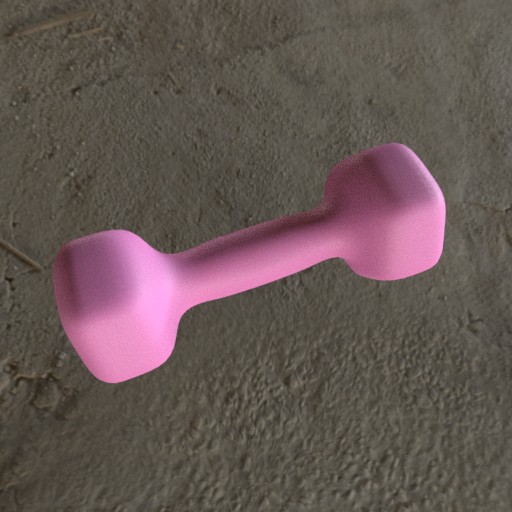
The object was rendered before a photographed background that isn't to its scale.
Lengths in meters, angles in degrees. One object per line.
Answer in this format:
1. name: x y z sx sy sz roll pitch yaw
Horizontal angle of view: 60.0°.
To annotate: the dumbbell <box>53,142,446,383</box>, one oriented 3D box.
1. dumbbell: 0.000 0.000 0.190 0.159 0.058 0.064 -18 64 -9
